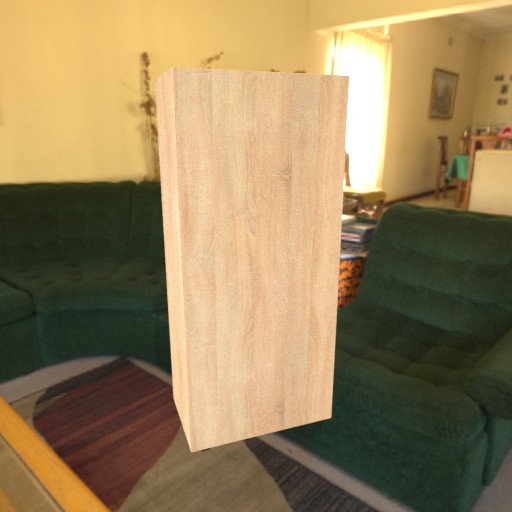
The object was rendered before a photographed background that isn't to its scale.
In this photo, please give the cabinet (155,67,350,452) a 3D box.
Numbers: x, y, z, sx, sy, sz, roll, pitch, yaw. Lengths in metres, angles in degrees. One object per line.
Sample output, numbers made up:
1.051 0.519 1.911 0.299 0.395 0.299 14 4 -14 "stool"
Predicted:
0.000 0.000 2.859 1.094 2.120 1.327 7 18 24 "cabinet"
